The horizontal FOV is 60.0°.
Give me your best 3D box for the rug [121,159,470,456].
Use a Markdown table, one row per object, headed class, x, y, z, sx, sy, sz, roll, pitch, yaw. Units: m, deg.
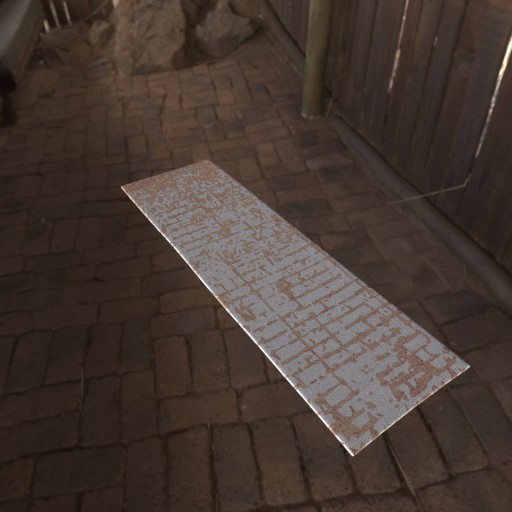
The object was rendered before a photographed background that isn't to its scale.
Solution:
| class | x | y | z | sx | sy | sz | roll | pitch | yaw |
| --- | --- | --- | --- | --- | --- | --- | --- | --- | --- |
| rug | 0.000 | 0.000 | 2.665 | 0.750 | 0.011 | 2.435 | -24 | 46 | -26 |
